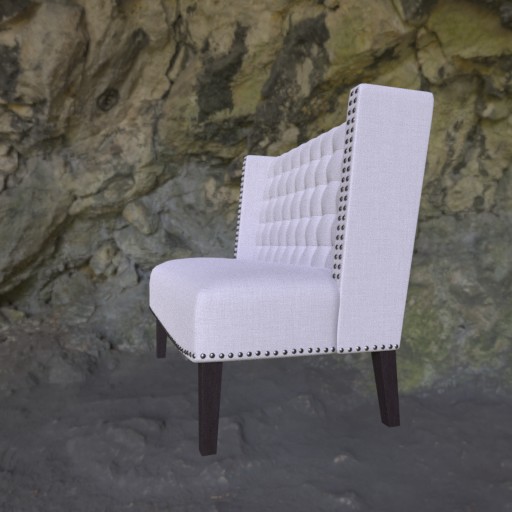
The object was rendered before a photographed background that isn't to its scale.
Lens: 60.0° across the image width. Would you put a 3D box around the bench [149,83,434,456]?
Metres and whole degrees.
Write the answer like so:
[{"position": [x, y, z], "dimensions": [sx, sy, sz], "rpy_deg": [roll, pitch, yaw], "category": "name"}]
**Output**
[{"position": [0.000, 0.000, 1.957], "dimensions": [0.847, 1.123, 1.280], "rpy_deg": [0, 1, -19], "category": "bench"}]
